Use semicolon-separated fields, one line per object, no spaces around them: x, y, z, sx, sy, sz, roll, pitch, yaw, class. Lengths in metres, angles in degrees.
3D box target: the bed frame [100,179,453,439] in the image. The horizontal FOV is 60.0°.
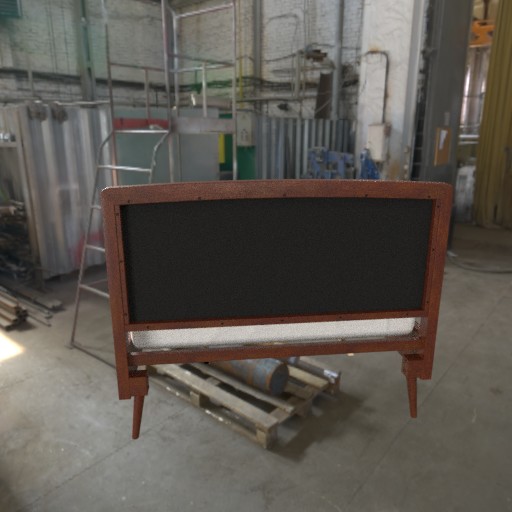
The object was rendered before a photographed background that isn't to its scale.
0.000;0.000;3.154;1.587;1.279;2.171;-2;16;-7;bed frame
